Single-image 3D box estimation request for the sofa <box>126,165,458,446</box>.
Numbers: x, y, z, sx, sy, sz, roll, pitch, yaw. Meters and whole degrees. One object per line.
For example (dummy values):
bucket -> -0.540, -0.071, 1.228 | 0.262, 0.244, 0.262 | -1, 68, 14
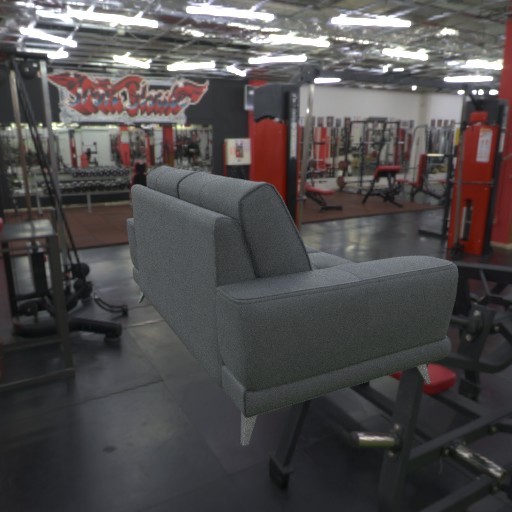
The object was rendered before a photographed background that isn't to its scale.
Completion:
sofa -> 0.000, 0.000, 2.366 | 1.018, 0.907, 1.806 | -7, 16, -26
